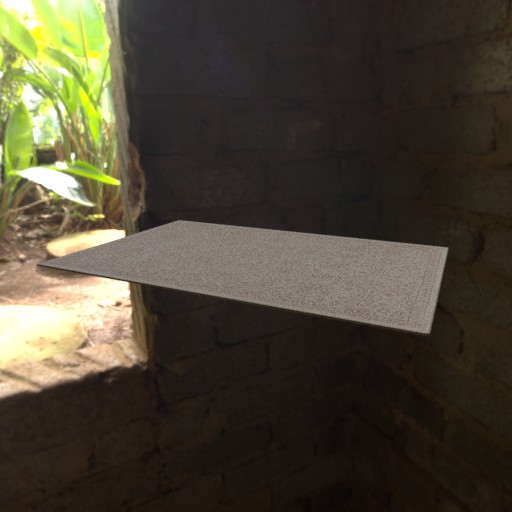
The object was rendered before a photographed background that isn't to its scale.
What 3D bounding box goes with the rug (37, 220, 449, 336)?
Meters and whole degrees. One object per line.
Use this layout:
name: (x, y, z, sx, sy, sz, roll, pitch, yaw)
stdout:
rug: (0.000, 0.000, 2.342, 1.829, 0.010, 1.219, 7, 18, 24)
